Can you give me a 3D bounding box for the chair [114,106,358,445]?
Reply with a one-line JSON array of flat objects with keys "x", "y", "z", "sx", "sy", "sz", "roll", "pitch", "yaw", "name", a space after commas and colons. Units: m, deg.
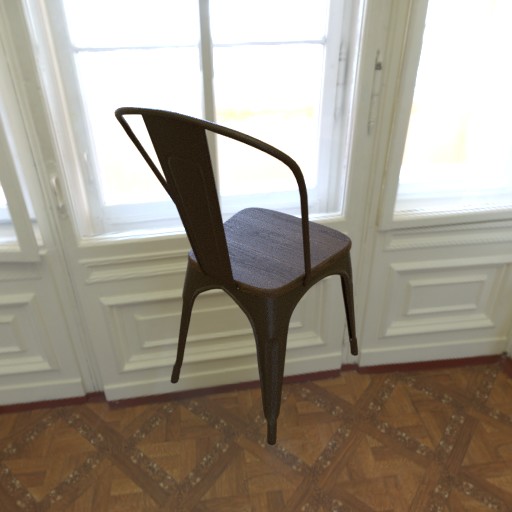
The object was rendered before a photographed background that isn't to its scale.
[{"x": 0.000, "y": 0.000, "z": 1.162, "sx": 0.451, "sy": 0.844, "sz": 0.532, "roll": 21, "pitch": 37, "yaw": 30, "name": "chair"}]
